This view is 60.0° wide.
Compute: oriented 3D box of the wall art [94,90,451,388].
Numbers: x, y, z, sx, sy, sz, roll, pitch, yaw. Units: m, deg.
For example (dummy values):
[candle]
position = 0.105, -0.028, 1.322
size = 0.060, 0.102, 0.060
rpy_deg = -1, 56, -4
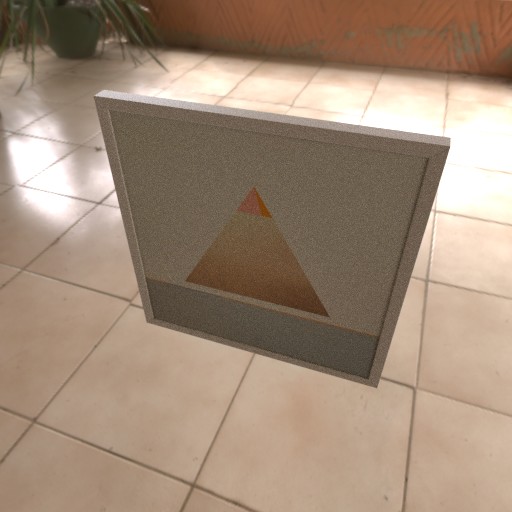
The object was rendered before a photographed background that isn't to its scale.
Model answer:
[wall art]
position = 0.000, 0.000, 1.166
size = 0.768, 0.765, 0.041
rpy_deg = 13, 41, 15
